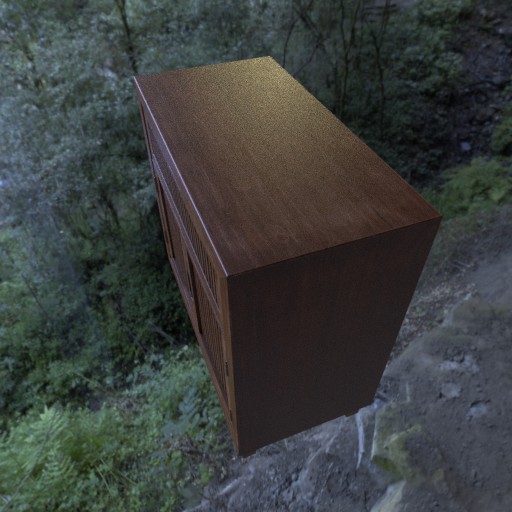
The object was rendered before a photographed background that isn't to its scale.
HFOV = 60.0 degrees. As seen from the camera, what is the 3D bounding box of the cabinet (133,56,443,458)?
[{"bbox_3d":[0.000,0.000,1.267,0.412,0.785,0.796,-15,47,-15],"label":"cabinet"}]
